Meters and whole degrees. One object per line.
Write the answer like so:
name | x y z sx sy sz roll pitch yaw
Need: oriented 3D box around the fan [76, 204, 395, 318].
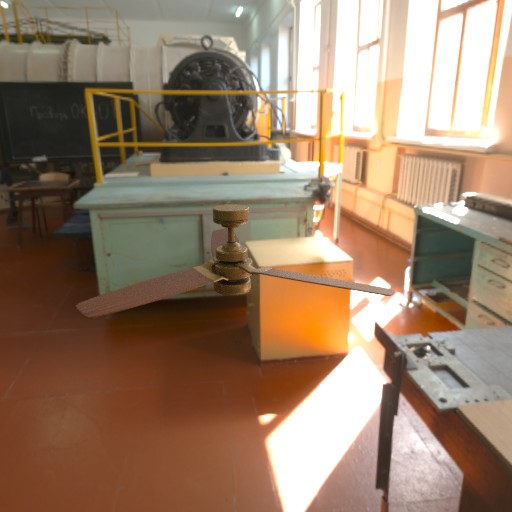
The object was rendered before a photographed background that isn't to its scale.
fan | 0.000 0.000 2.095 1.271 0.425 1.416 8 19 25
